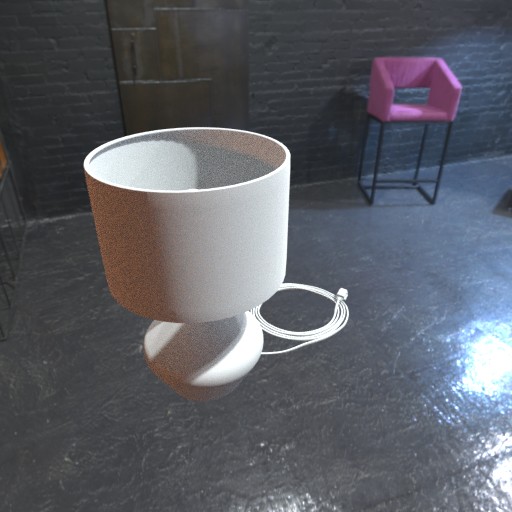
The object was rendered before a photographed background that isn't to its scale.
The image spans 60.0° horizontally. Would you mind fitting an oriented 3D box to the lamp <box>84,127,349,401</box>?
[{"bbox_3d":[0.000,0.000,0.856,0.546,0.457,0.401,-9,32,-15],"label":"lamp"}]
